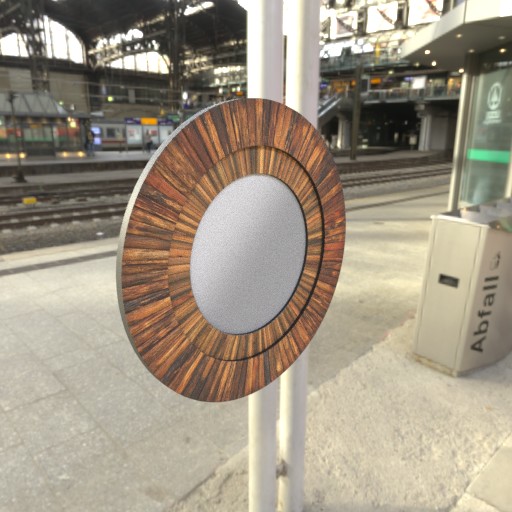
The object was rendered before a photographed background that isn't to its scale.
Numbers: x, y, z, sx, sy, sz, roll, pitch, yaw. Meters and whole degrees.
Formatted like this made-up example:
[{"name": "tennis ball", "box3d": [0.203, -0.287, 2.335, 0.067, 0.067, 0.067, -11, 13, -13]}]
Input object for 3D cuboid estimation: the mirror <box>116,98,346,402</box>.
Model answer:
[{"name": "mirror", "box3d": [0.000, 0.000, 1.603, 1.077, 1.077, 0.036, -14, 21, -43]}]
